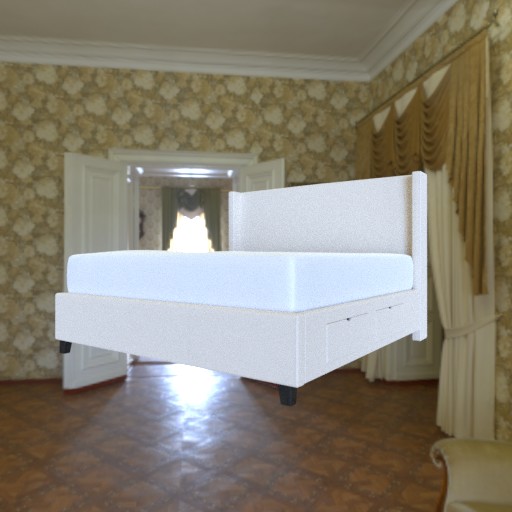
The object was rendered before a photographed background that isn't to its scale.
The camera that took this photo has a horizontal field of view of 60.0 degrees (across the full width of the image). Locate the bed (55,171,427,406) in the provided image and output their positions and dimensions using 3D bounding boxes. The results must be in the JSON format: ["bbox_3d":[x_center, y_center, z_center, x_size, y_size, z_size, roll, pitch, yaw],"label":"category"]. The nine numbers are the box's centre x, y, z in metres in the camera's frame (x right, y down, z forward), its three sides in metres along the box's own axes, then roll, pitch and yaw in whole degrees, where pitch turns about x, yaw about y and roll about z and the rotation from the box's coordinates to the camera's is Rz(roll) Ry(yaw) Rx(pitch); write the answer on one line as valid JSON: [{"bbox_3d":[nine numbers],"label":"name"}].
[{"bbox_3d":[0.000,0.000,3.668,2.145,1.471,2.293,0,0,36],"label":"bed"}]
